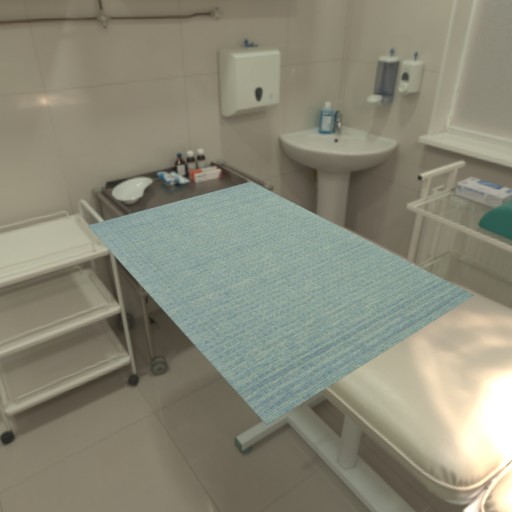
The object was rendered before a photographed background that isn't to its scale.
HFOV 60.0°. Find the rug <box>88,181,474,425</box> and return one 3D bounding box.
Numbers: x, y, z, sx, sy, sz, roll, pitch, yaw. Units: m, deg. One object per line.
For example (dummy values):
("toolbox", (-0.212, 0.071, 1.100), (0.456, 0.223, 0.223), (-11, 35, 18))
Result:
("rug", (0.000, 0.000, 3.860), (1.982, 0.006, 2.895), (-21, 37, -31))
